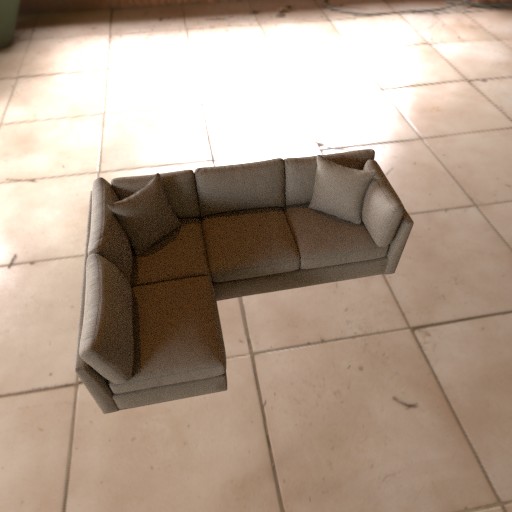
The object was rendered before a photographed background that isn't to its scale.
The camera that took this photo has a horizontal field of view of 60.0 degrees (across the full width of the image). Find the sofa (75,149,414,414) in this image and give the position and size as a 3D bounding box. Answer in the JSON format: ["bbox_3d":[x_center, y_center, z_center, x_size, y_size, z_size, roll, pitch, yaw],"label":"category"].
[{"bbox_3d":[0.000,0.000,3.970,2.896,0.978,1.994,-8,47,-8],"label":"sofa"}]
